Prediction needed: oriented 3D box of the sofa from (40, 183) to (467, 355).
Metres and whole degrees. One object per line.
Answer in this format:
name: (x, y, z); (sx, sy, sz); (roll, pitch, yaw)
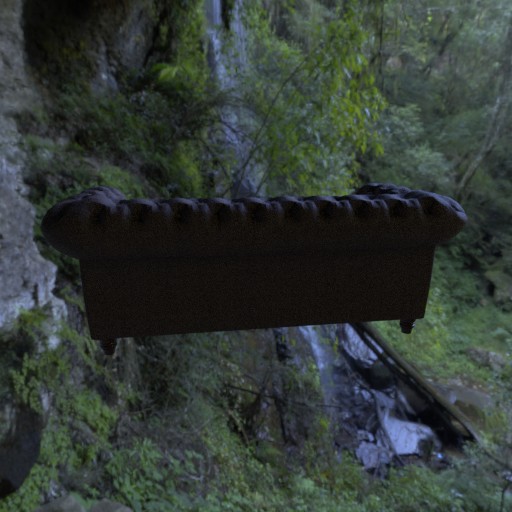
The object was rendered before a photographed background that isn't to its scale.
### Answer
sofa: (0.000, 0.000, 2.502); (2.048, 0.780, 0.944); (-2, 15, -9)
